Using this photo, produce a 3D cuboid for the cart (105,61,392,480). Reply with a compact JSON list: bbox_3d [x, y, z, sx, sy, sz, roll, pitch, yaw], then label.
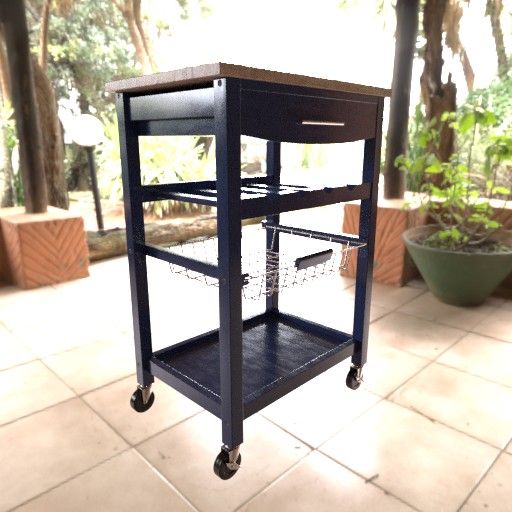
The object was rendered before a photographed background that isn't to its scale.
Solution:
[{"bbox_3d":[0.000,0.000,1.162,0.403,0.839,0.584,14,20,43],"label":"cart"}]
